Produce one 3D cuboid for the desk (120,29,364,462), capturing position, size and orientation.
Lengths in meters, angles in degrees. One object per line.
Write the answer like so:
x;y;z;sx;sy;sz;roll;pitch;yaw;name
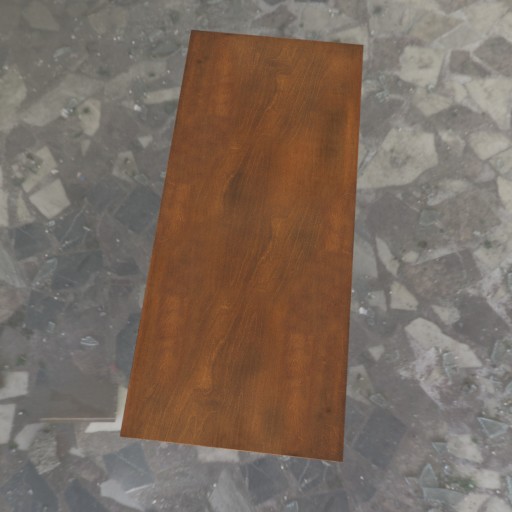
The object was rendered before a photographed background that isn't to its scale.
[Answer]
0.000;0.000;1.508;0.508;0.762;1.117;6;75;2;desk
